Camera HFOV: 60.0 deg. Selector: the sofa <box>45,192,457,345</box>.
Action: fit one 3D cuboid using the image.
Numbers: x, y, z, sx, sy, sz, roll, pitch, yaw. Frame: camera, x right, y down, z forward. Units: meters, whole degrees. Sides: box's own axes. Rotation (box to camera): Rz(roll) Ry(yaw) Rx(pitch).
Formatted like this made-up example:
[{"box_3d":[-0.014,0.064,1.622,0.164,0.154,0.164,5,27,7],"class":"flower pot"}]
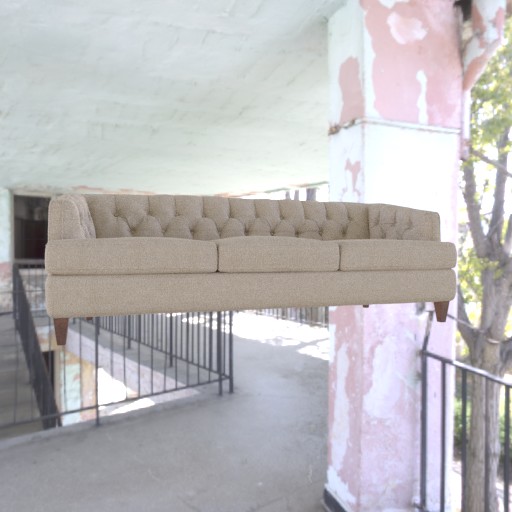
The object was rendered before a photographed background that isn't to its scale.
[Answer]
[{"box_3d":[0.000,0.000,2.687,2.235,0.788,0.913,0,1,-18],"class":"sofa"}]
